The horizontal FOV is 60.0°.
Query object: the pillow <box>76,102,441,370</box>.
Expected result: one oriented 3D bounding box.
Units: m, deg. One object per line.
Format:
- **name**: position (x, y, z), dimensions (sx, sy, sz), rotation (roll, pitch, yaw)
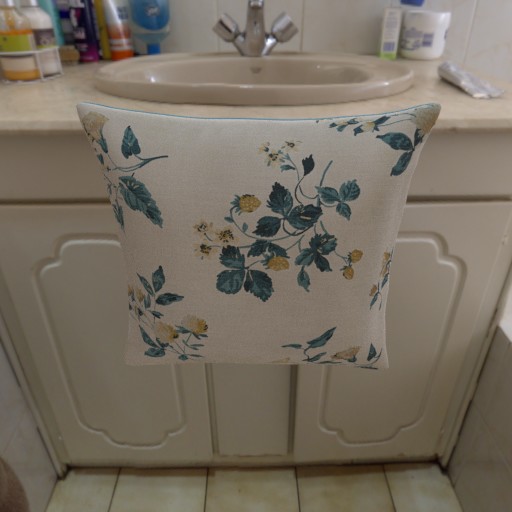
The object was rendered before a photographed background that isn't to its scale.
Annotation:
- **pillow**: position (0.000, 0.000, 0.760), dimensions (0.526, 0.507, 0.166), rotation (1, 31, 1)
